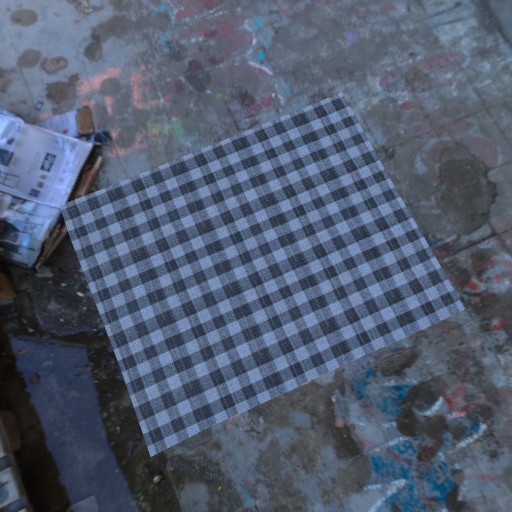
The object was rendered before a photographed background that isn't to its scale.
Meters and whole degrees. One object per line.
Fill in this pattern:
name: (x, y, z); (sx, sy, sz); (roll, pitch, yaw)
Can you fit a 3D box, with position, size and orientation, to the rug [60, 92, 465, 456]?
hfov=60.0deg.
rug: (0.000, 0.000, 4.100); (3.021, 0.013, 2.432); (-23, 77, -6)
